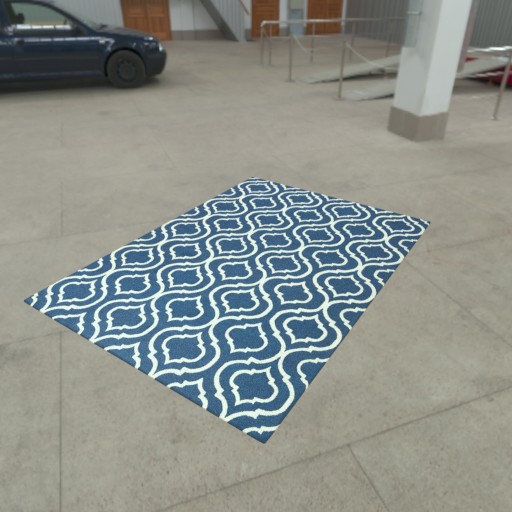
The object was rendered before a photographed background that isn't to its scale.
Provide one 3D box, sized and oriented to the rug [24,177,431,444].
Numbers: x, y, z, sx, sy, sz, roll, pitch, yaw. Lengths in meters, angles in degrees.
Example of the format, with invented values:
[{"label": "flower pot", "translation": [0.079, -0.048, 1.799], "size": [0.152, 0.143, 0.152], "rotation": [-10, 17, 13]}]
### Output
[{"label": "rug", "translation": [0.000, 0.000, 2.725], "size": [1.524, 0.010, 2.134], "rotation": [19, 36, 29]}]
